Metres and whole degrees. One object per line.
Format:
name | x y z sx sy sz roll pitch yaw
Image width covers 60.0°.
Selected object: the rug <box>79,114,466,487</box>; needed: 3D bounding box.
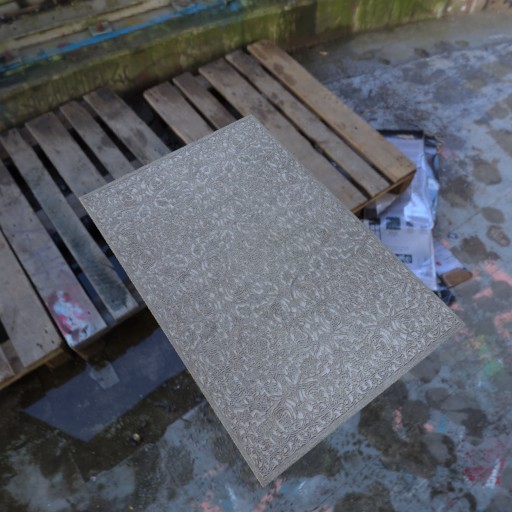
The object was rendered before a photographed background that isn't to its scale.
rug | 0.000 0.000 2.366 1.221 0.006 1.827 -31 64 -17
